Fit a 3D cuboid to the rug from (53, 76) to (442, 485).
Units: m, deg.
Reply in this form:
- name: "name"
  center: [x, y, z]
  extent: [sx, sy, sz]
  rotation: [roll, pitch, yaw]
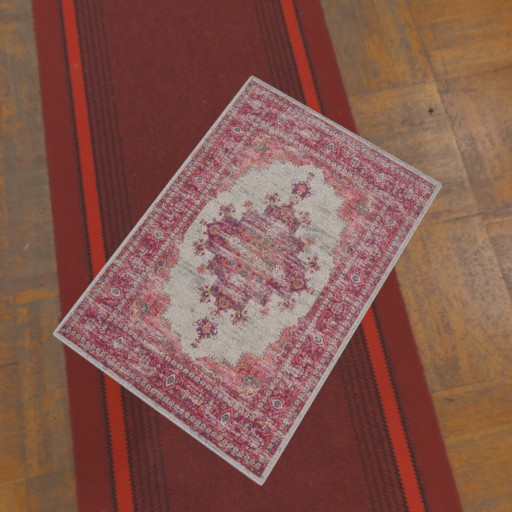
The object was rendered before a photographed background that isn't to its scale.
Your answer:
- name: "rug"
  center: [0.000, 0.000, 2.872]
  extent: [1.555, 0.011, 2.232]
  rotation: [33, 78, 8]
